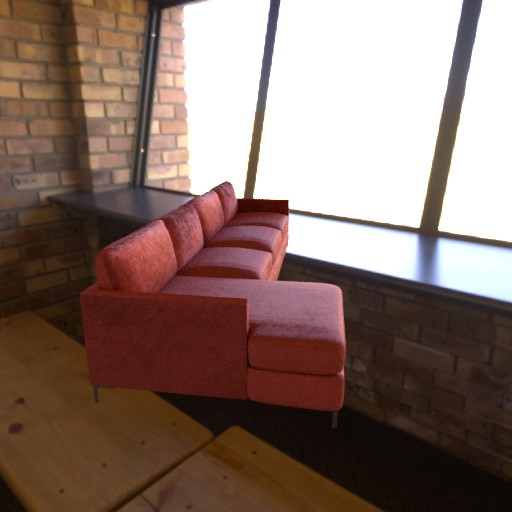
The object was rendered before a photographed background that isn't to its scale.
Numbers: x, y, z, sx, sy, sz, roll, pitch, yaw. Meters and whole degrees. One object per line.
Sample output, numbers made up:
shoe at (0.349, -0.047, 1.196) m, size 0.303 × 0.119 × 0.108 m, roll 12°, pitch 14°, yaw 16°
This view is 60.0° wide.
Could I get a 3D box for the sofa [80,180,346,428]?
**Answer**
sofa at (0.000, 0.000, 4.019) m, size 1.500 × 0.967 × 3.400 m, roll 3°, pitch 17°, yaw 9°
